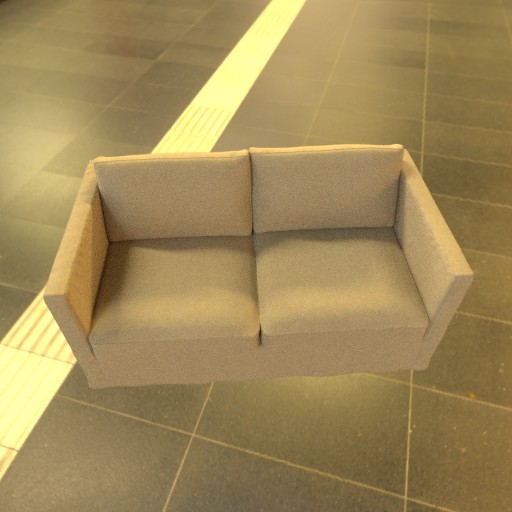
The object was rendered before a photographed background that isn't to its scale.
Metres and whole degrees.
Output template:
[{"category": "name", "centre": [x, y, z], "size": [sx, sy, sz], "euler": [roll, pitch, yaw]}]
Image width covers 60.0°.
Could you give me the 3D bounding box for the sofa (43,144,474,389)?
[{"category": "sofa", "centre": [0.000, 0.000, 2.229], "size": [1.719, 0.835, 0.962], "euler": [-3, 46, -2]}]
